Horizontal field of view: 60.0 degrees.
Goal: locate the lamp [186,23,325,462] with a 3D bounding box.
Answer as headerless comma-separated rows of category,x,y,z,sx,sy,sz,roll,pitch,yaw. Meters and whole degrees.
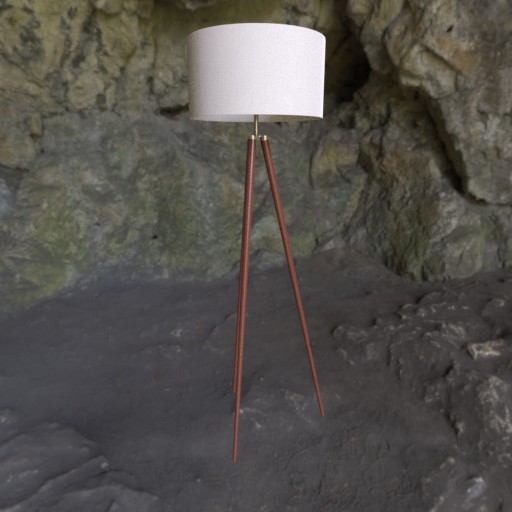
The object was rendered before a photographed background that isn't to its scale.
lamp,0.000,0.000,1.744,0.483,1.553,0.483,7,16,26
